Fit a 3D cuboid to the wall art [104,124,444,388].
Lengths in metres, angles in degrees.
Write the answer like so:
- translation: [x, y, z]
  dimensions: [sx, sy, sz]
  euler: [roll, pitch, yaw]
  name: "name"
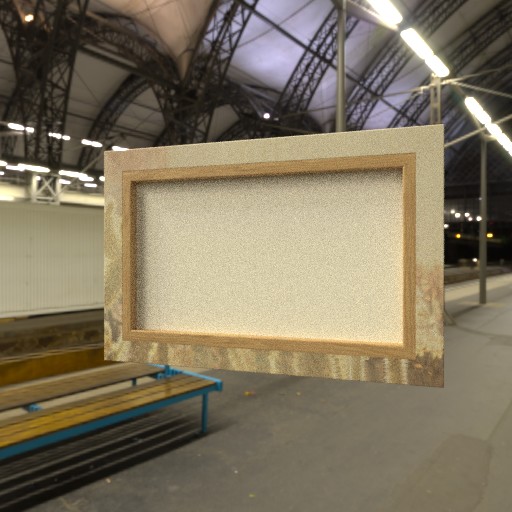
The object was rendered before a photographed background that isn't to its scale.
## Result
- translation: [0.000, 0.000, 1.460]
  dimensions: [1.142, 0.758, 0.041]
  euler: [0, 0, 17]
  name: "wall art"
